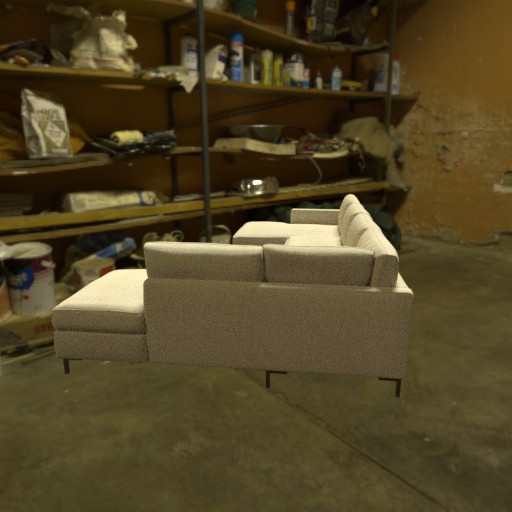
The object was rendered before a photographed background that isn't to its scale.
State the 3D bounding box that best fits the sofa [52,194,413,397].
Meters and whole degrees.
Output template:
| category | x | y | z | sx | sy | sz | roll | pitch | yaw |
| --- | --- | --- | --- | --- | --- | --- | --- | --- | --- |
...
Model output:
| category | x | y | z | sx | sy | sz | roll | pitch | yaw |
| --- | --- | --- | --- | --- | --- | --- | --- | --- | --- |
| sofa | 0.000 | 0.000 | 3.543 | 1.879 | 0.756 | 2.737 | 2 | 14 | 7 |
